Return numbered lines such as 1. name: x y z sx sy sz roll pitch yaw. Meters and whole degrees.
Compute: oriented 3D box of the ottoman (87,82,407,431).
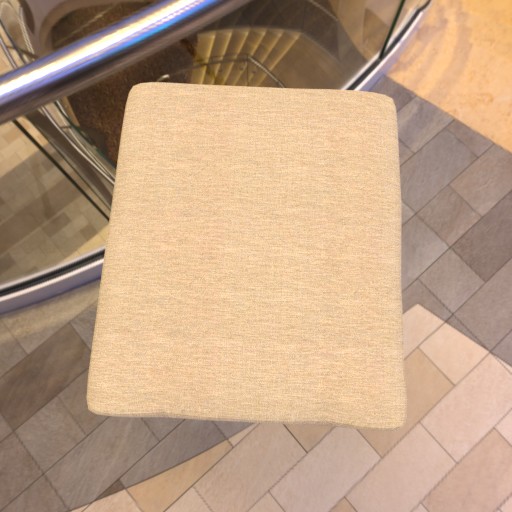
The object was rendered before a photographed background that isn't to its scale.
1. ottoman: 0.000 0.000 1.416 0.836 0.492 0.976 3 76 1
